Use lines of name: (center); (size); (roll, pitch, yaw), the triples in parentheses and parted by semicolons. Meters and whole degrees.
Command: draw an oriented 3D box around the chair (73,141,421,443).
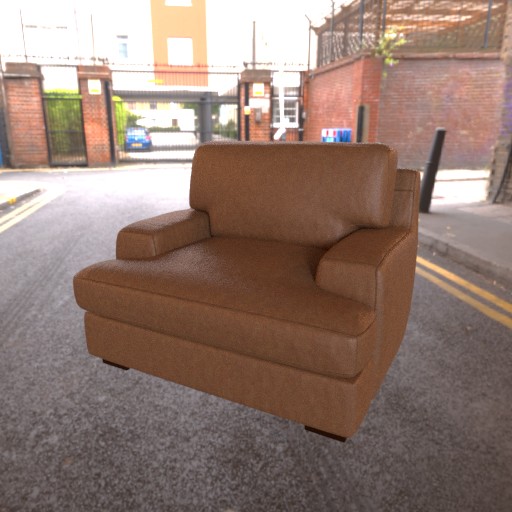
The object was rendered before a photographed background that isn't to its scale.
chair: (0.000, 0.000, 1.974); (1.276, 0.978, 1.050); (8, 18, 27)
